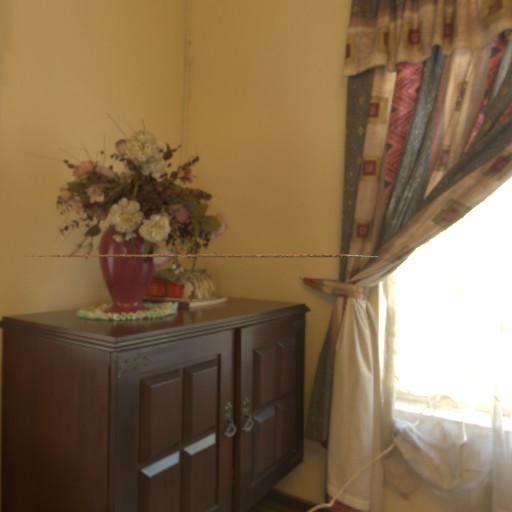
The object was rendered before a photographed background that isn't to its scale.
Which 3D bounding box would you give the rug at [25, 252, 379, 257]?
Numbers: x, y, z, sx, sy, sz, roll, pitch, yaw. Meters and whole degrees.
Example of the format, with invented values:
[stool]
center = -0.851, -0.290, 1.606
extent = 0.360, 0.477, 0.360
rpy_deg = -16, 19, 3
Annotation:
[rug]
center = 0.000, 0.000, 1.853
extent = 0.920, 0.013, 1.541
rpy_deg = 0, 0, 18
